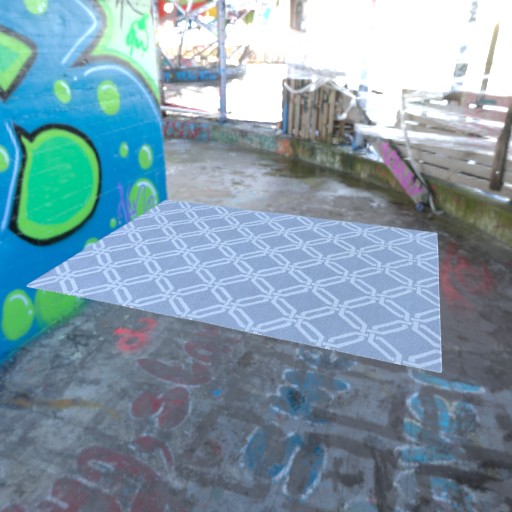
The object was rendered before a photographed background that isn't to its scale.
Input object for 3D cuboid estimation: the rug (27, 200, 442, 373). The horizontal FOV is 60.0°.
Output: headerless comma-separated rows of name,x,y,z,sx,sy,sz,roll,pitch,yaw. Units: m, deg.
rug,0.000,0.000,2.748,2.133,0.013,1.522,9,28,17
